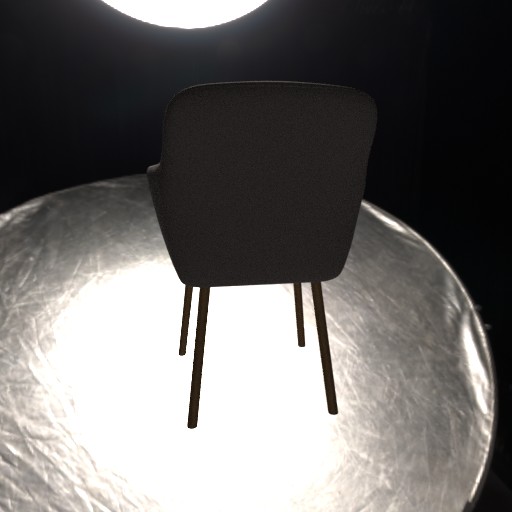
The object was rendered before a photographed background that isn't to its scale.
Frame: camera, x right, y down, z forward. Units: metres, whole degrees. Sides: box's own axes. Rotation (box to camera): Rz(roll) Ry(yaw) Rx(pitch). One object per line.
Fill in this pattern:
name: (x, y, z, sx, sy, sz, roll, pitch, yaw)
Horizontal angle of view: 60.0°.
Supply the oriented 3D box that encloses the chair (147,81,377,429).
chair: (0.000, 0.000, 1.220, 0.570, 0.830, 0.590, -2, 14, -9)
